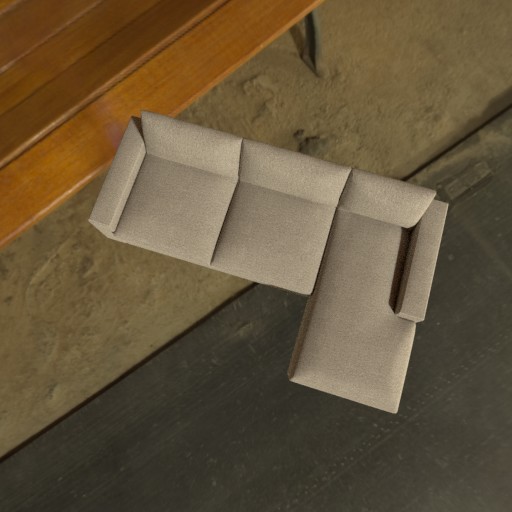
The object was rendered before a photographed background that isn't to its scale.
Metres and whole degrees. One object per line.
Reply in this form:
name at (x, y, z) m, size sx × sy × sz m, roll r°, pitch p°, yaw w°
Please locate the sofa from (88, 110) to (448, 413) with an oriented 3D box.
sofa at (0.000, 0.000, 3.541) m, size 2.718 × 0.813 × 1.689 m, roll 16°, pitch 76°, yaw 4°
